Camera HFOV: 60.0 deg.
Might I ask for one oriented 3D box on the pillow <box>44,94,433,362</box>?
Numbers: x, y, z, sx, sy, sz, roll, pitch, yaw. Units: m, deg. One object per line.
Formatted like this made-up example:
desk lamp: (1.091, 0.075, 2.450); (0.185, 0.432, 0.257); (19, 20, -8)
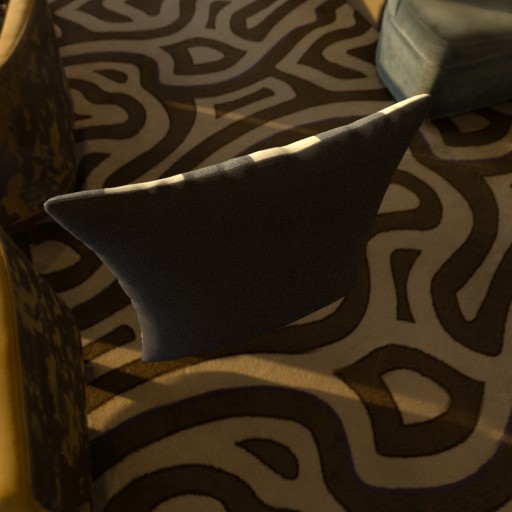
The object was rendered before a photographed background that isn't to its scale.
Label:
pillow: (0.000, 0.000, 0.757); (0.511, 0.509, 0.161); (-19, 59, -11)
